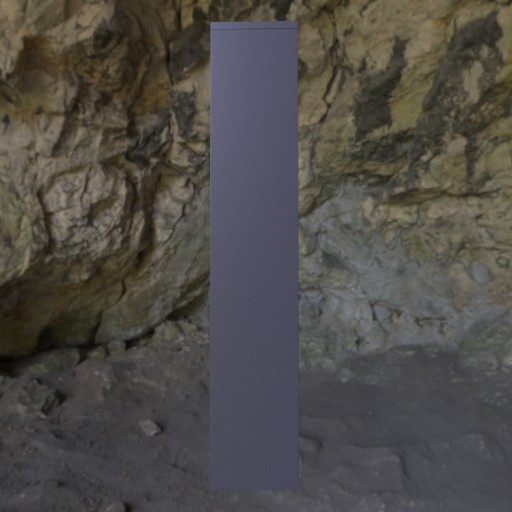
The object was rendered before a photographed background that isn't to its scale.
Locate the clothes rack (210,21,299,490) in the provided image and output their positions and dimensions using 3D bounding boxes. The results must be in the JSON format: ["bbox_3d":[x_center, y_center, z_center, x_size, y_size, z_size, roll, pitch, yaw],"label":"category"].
[{"bbox_3d":[0.000,0.000,1.585,0.250,1.280,0.750,0,-1,1],"label":"clothes rack"}]
